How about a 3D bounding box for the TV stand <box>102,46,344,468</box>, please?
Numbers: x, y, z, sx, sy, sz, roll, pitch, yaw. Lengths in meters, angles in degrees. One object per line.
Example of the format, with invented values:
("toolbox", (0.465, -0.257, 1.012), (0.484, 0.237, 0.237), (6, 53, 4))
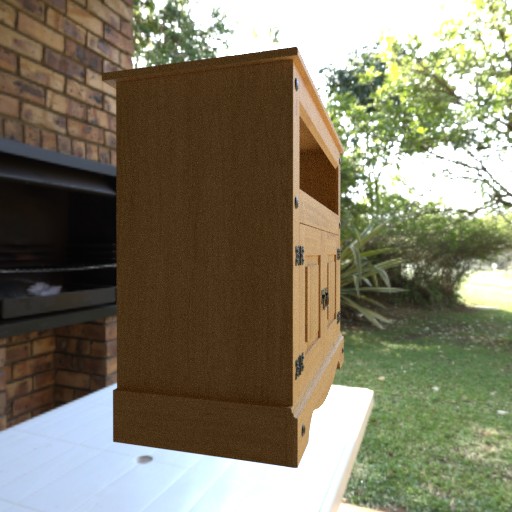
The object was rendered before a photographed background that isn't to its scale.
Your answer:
("TV stand", (0.000, 0.000, 1.293), (0.430, 0.787, 0.851), (0, 1, 17))
